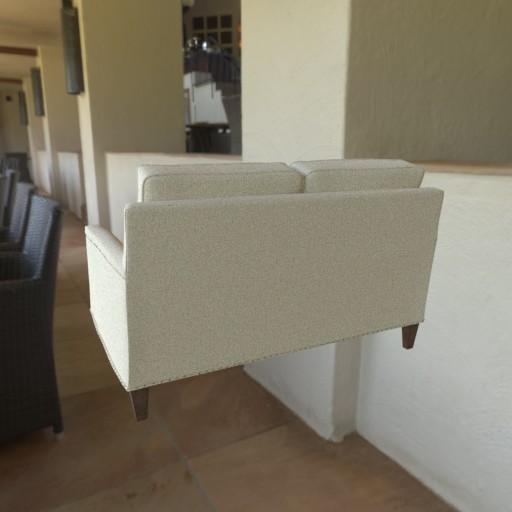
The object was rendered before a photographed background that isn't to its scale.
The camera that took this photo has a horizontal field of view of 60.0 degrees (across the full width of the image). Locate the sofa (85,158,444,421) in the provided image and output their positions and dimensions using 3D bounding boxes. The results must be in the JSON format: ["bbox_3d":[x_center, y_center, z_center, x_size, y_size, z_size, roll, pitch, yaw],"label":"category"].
[{"bbox_3d":[0.000,0.000,2.330,1.597,1.003,1.084,-7,15,-26],"label":"sofa"}]
